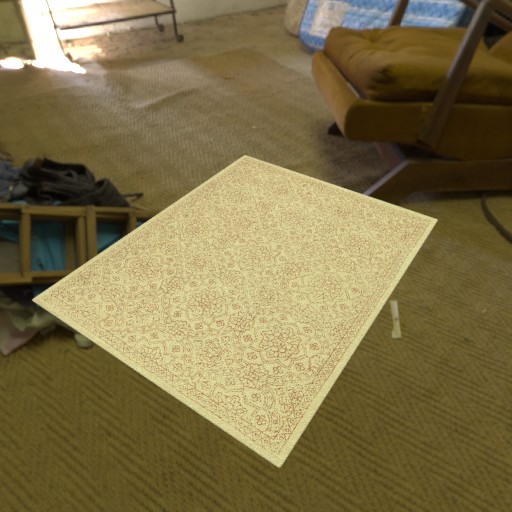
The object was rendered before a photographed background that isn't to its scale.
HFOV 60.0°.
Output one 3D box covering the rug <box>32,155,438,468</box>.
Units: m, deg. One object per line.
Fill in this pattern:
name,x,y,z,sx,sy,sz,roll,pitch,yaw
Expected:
rug,0.000,0.000,4.119,2.441,0.015,3.050,24,46,25
